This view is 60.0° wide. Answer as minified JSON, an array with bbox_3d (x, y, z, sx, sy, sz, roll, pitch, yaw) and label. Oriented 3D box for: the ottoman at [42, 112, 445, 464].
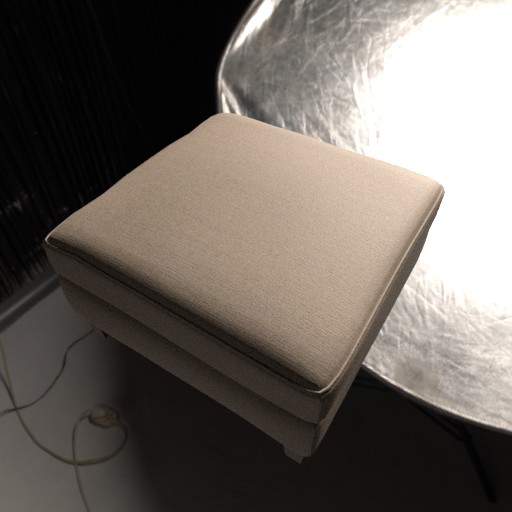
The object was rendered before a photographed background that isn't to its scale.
[{"bbox_3d":[0.000,0.000,1.354,0.838,0.481,0.838,25,51,22],"label":"ottoman"}]
